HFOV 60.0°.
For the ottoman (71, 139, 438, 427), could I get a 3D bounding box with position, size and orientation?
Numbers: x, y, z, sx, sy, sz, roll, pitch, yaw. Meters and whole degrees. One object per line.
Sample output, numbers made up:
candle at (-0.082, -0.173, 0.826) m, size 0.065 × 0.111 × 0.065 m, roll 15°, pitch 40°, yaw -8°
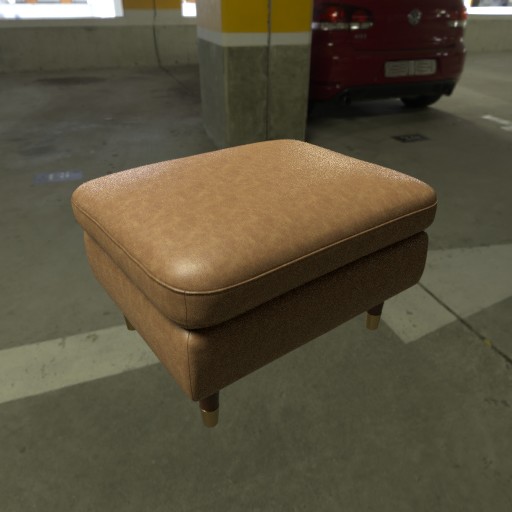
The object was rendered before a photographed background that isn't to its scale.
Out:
ottoman at (0.000, 0.000, 1.164) m, size 0.747 × 0.478 × 0.593 m, roll -21°, pitch 36°, yaw -32°
